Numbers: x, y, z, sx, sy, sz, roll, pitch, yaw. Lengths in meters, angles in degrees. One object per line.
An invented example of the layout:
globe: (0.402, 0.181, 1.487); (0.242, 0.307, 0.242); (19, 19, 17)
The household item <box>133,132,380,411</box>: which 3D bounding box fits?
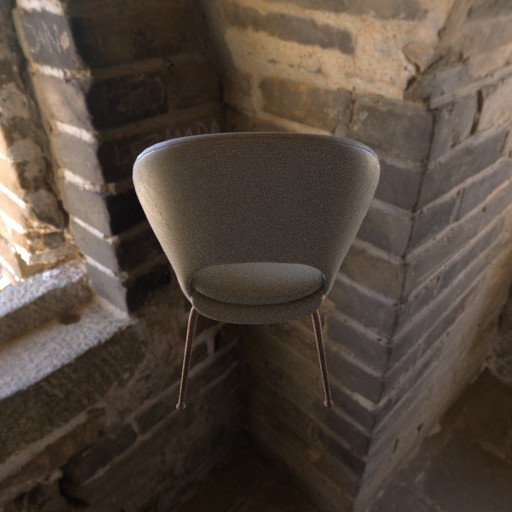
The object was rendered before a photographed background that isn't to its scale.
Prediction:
household item: (0.000, 0.000, 1.276); (0.623, 0.852, 0.573); (-1, 31, -1)
